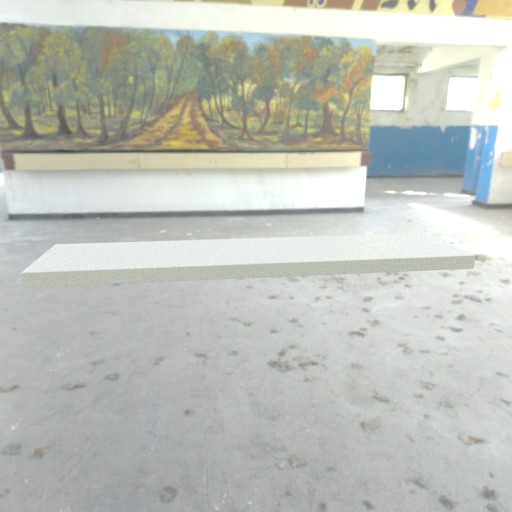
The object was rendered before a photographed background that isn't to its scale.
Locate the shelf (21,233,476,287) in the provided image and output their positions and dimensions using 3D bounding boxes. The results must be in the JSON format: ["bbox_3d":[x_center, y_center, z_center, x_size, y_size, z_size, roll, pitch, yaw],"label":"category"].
[{"bbox_3d":[0.000,0.000,0.660,0.610,0.020,0.140,-2,16,-7],"label":"shelf"}]
